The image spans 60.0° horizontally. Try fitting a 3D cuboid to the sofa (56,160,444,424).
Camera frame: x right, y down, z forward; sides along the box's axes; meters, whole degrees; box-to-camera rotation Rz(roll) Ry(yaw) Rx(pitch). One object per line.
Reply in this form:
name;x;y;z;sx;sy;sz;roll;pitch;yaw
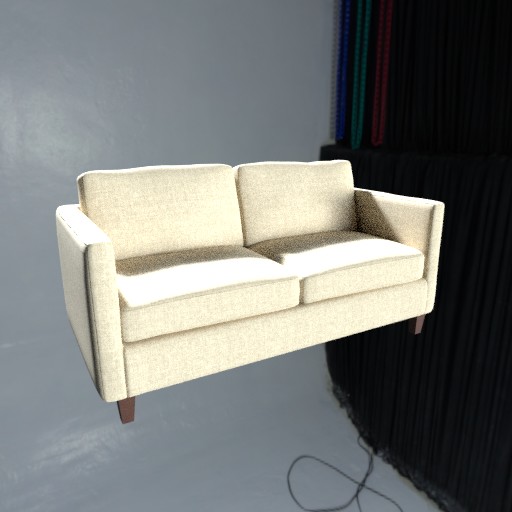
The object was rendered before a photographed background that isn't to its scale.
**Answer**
sofa;0.000;0.000;2.411;1.884;0.963;0.950;-9;18;-28
